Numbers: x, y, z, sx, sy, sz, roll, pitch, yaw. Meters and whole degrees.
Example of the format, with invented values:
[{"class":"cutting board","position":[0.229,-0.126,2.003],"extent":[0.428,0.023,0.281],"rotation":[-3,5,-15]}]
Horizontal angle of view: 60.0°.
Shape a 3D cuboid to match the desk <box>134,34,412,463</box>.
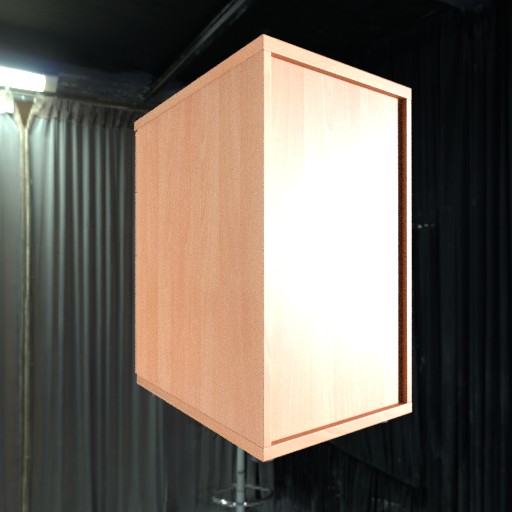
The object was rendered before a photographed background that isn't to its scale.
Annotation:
[{"class":"desk","position":[0.000,0.000,1.091],"extent":[0.404,0.730,0.600],"rotation":[0,0,-36]}]
